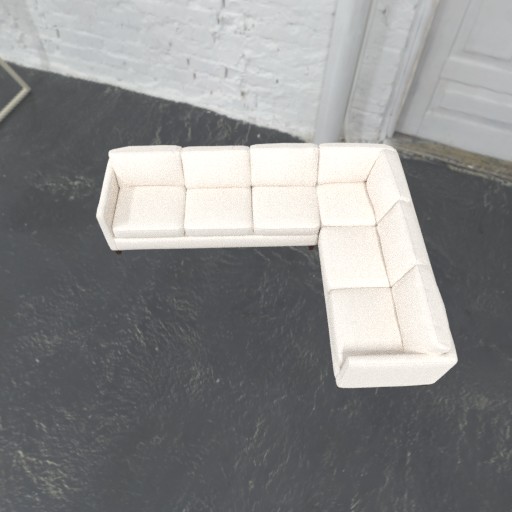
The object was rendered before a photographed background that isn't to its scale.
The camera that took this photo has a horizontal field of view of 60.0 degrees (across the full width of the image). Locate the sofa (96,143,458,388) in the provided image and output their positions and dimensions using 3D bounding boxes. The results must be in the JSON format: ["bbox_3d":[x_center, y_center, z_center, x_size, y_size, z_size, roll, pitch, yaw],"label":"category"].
[{"bbox_3d":[0.000,0.000,4.532,3.302,0.947,2.593,-1,56,-1],"label":"sofa"}]
